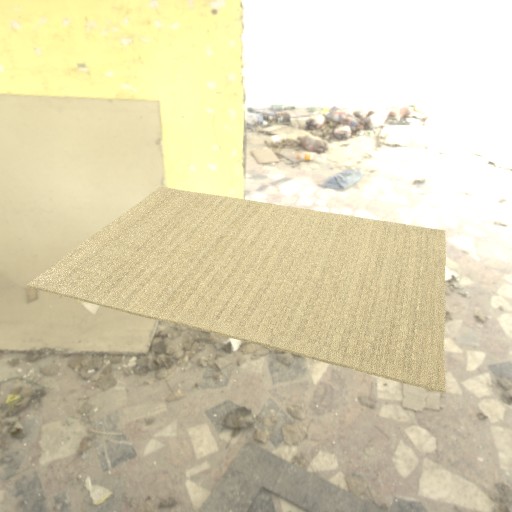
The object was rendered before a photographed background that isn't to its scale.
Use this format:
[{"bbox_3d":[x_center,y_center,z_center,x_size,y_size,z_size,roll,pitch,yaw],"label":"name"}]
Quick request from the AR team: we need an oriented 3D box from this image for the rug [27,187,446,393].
[{"bbox_3d":[0.000,0.000,2.852,2.297,0.018,1.532,11,34,17],"label":"rug"}]
